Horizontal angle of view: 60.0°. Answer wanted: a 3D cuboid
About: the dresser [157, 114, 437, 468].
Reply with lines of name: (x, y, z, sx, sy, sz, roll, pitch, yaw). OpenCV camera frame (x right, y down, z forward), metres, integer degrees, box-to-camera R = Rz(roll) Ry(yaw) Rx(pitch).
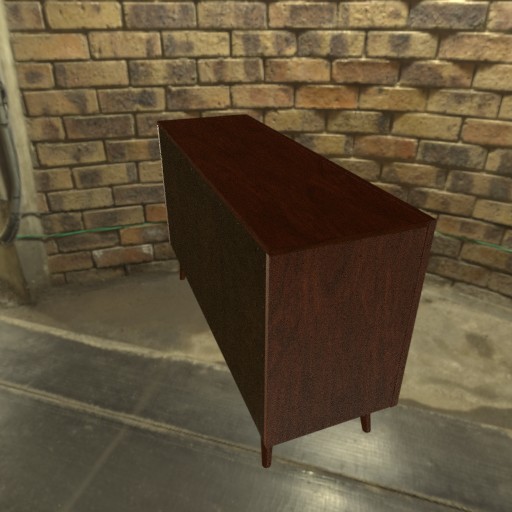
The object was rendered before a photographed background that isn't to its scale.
dresser: (0.000, 0.000, 1.914, 0.500, 0.889, 1.472, -11, 31, -18)
